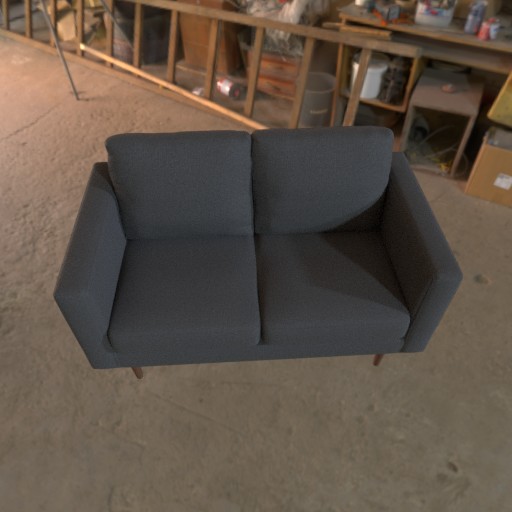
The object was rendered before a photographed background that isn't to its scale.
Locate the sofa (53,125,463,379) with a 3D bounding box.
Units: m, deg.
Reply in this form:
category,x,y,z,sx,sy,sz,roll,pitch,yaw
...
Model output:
category,x,y,z,sx,sy,sz,roll,pitch,yaw
sofa,0.000,0.000,1.933,1.430,0.908,0.796,-3,48,-2
